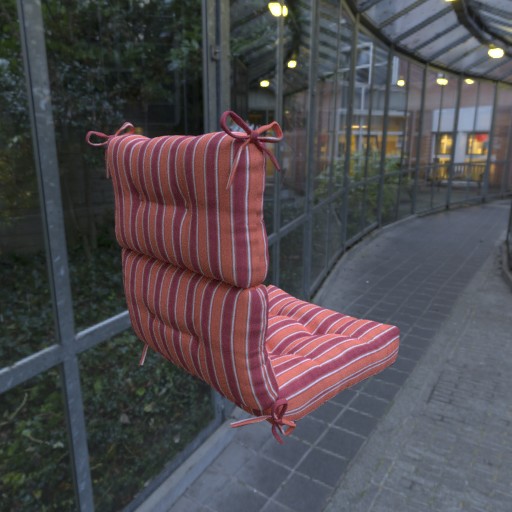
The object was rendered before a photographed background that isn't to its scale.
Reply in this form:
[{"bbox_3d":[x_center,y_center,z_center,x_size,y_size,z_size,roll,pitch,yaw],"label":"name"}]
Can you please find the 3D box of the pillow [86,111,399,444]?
[{"bbox_3d":[0.000,0.000,1.044,0.571,0.605,0.519,-13,19,-41],"label":"pillow"}]
